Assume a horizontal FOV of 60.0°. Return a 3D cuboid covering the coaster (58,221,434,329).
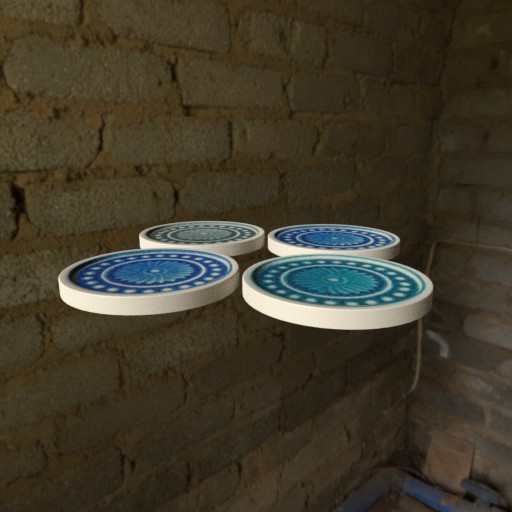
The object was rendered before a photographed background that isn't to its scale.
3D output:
[{"bbox_3d":[0.000,0.000,0.325,0.220,0.010,0.224,2,15,9],"label":"coaster"}]
